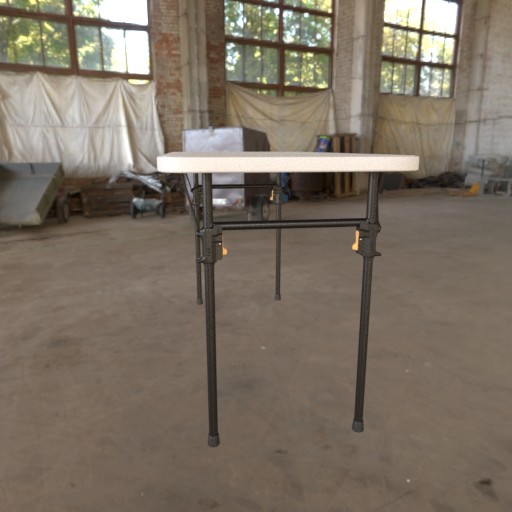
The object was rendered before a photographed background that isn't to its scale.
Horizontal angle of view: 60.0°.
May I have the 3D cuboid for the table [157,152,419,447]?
[{"bbox_3d":[0.000,0.000,1.613,0.610,0.729,1.219,-2,14,-9],"label":"table"}]
